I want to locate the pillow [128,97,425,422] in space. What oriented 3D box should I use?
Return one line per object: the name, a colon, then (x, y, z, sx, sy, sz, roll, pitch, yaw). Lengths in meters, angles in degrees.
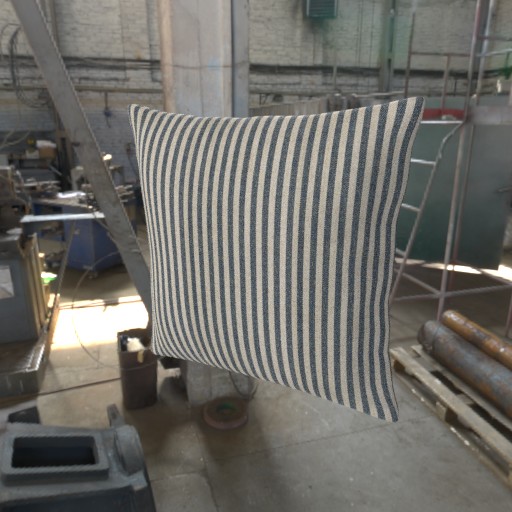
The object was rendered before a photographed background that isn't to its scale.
pillow: (0.000, 0.000, 0.771, 0.523, 0.510, 0.166, 9, 19, 27)
